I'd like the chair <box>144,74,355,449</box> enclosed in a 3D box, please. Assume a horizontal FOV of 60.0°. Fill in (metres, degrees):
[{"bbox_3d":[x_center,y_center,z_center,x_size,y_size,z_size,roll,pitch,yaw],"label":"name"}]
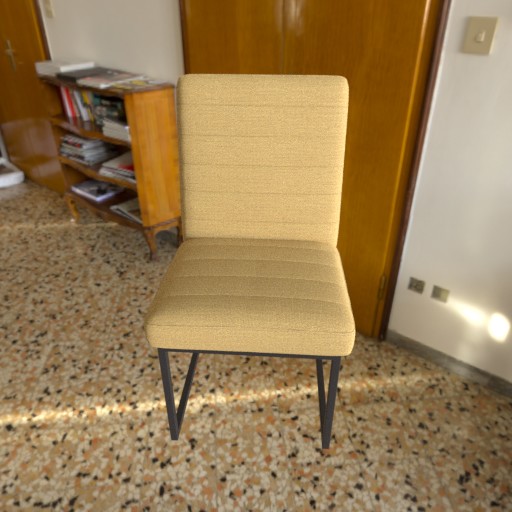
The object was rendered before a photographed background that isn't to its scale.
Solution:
[{"bbox_3d":[0.000,0.000,1.314,0.520,0.930,0.634,2,31,3],"label":"chair"}]
